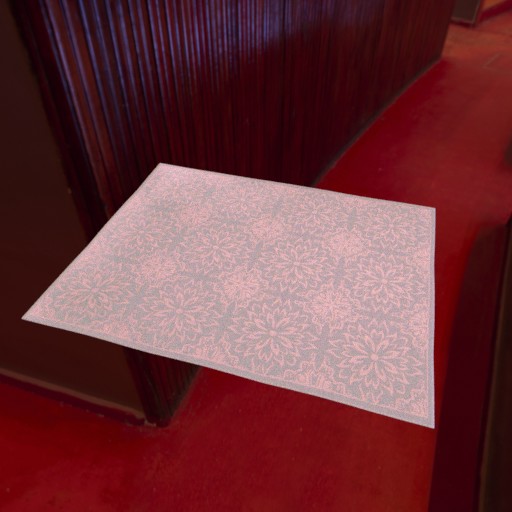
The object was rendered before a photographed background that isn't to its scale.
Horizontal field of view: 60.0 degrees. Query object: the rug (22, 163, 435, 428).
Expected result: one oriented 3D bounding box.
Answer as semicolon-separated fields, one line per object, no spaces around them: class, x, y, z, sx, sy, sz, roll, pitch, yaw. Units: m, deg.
rug;0.000;0.000;3.854;2.980;0.012;2.363;11;44;12
